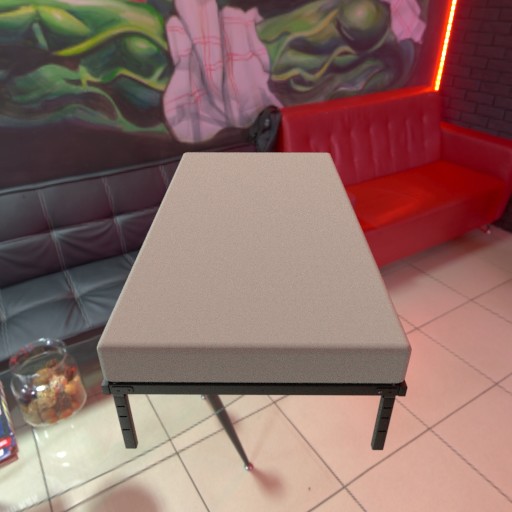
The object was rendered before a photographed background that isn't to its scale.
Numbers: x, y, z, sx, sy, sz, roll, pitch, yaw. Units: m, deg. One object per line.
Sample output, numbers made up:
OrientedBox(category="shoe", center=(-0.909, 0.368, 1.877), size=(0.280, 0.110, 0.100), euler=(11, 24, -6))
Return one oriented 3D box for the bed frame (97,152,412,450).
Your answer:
OrientedBox(category="bed frame", center=(0.000, 0.000, 3.167), size=(1.393, 0.680, 2.635), euler=(0, 31, 0))
